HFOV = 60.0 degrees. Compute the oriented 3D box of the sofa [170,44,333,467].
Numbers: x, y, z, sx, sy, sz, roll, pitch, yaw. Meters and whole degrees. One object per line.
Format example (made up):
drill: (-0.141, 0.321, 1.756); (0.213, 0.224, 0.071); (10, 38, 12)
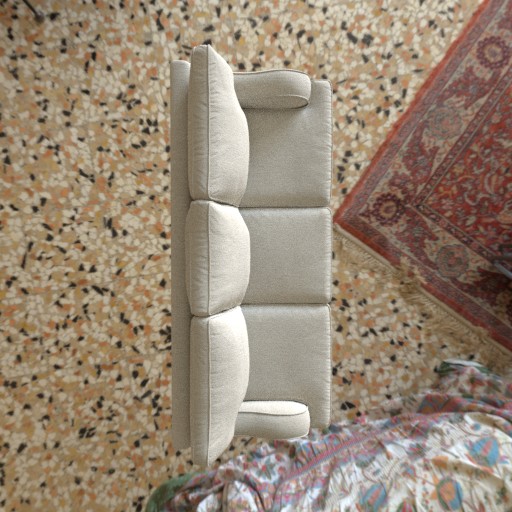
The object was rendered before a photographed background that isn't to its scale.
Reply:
sofa: (0.000, 0.000, 2.876); (1.016, 0.991, 2.323); (0, 91, -2)
